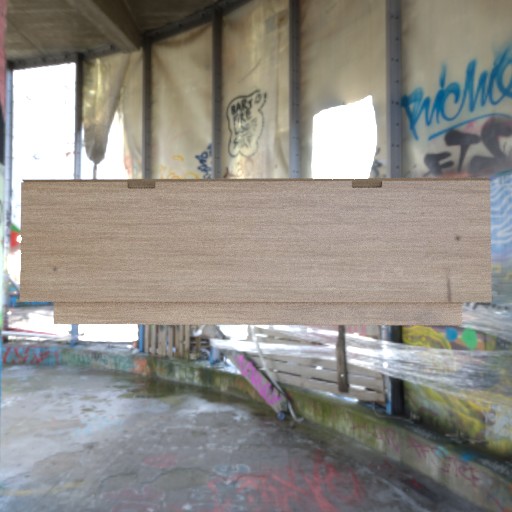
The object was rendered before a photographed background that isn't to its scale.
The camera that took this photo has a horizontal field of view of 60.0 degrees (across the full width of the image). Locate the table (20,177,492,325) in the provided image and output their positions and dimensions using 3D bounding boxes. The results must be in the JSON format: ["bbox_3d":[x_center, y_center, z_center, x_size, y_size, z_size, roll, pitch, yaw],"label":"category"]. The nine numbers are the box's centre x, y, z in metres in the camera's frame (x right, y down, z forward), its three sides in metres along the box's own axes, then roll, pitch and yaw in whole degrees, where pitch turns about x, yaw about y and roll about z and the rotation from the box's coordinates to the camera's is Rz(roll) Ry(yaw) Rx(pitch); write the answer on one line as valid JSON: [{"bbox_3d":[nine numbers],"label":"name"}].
[{"bbox_3d":[0.000,0.000,1.383,1.110,0.353,0.678,0,-1,1],"label":"table"}]
